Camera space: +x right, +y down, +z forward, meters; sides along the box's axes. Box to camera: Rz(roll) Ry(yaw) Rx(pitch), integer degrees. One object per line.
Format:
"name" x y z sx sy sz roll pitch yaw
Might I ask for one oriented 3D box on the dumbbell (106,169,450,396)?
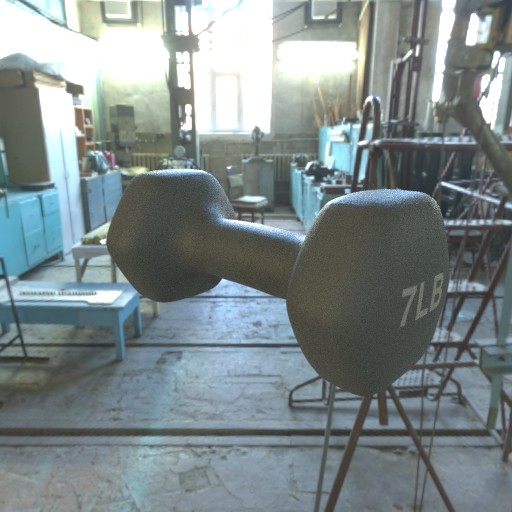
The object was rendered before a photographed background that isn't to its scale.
"dumbbell" 0.000 0.000 0.234 0.090 0.081 0.184 -15 22 -43
